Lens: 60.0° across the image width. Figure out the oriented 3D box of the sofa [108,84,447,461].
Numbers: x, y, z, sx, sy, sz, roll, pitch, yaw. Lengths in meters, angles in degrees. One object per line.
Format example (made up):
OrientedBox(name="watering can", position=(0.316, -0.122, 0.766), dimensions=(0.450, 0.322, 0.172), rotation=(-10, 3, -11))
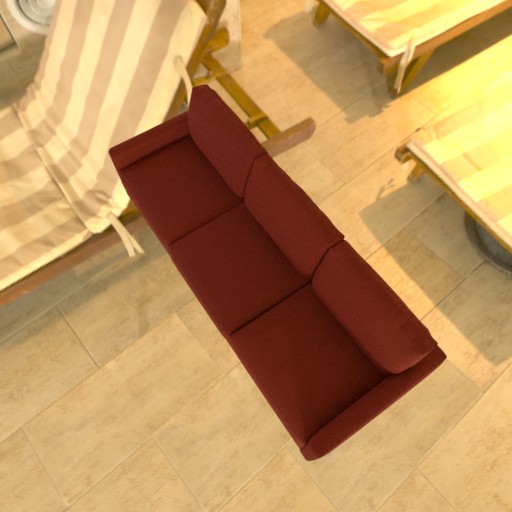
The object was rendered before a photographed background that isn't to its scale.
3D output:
OrientedBox(name="sofa", position=(0.000, 0.000, 2.729), dimensions=(0.875, 0.879, 2.252), rotation=(-32, 67, -15))
